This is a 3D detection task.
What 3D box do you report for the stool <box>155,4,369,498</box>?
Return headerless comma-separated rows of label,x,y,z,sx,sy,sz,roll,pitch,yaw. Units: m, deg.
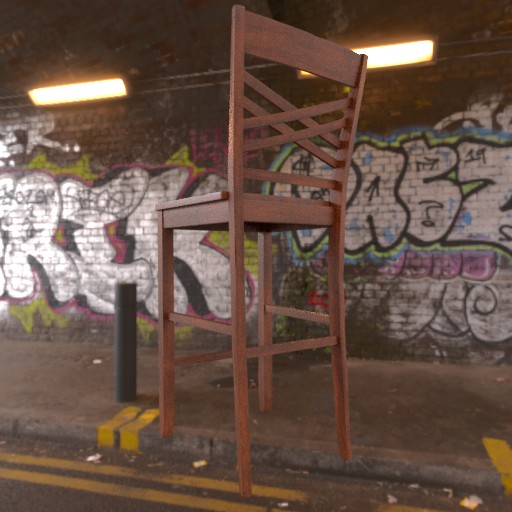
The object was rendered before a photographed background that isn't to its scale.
stool,0.000,0.000,1.278,0.433,1.105,0.487,0,0,-35
